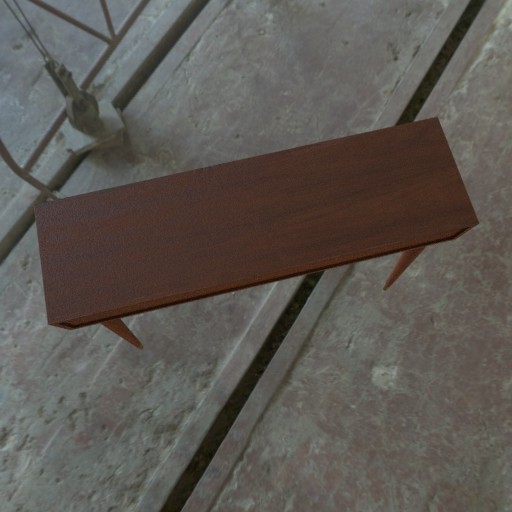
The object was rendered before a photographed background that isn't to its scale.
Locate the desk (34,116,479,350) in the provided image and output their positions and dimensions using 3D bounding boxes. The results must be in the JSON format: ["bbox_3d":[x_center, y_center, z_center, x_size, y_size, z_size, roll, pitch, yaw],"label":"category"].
[{"bbox_3d":[0.000,0.000,1.683,1.204,0.917,0.384,-13,75,-3],"label":"desk"}]
